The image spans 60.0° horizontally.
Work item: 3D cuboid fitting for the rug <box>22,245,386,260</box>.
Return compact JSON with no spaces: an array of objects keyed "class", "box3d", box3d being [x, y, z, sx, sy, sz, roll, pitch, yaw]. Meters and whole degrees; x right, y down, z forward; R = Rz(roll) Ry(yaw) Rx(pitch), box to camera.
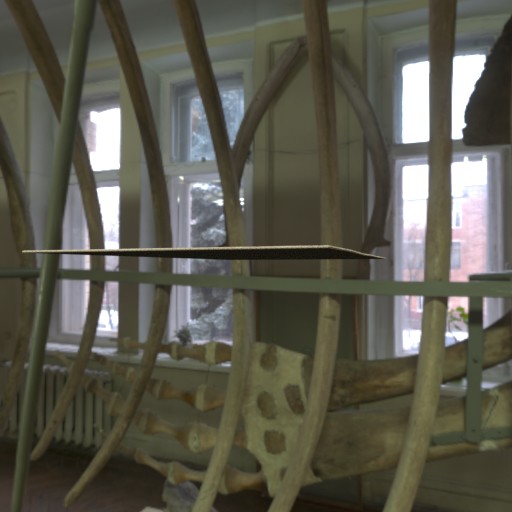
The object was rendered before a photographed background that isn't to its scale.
[{"class":"rug","box3d":[0.000,0.000,3.040,1.533,0.011,2.439,-1,-2,21]}]
